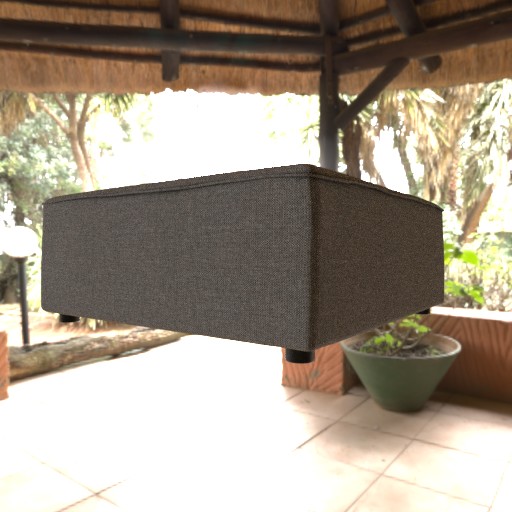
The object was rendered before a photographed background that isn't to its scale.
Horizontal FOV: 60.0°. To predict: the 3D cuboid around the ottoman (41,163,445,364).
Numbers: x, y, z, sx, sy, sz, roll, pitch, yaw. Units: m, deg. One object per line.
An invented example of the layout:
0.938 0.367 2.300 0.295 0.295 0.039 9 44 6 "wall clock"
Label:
0.000 0.000 1.528 1.023 0.423 1.017 0 1 37 "ottoman"
